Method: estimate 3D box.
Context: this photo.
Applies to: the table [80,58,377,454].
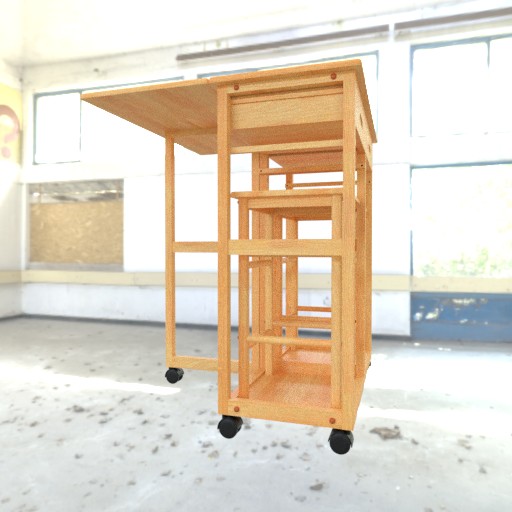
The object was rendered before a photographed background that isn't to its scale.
[{"bbox_3d":[0.000,0.000,1.375,0.693,0.832,0.752,0,1,18],"label":"table"}]
